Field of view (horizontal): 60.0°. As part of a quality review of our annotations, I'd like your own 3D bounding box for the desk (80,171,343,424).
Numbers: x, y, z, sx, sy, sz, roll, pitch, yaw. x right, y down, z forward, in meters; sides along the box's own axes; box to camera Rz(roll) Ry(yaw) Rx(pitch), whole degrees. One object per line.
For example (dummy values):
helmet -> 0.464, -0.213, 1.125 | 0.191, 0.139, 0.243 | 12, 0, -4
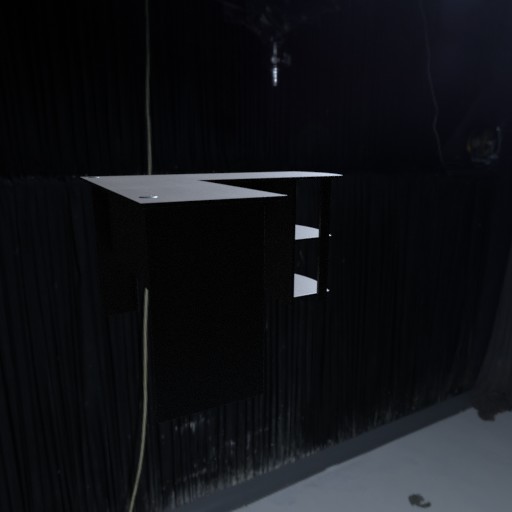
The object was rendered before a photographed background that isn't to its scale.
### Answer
desk -> 0.000, 0.000, 2.109 | 1.361, 0.716, 1.303 | -7, 15, -27
